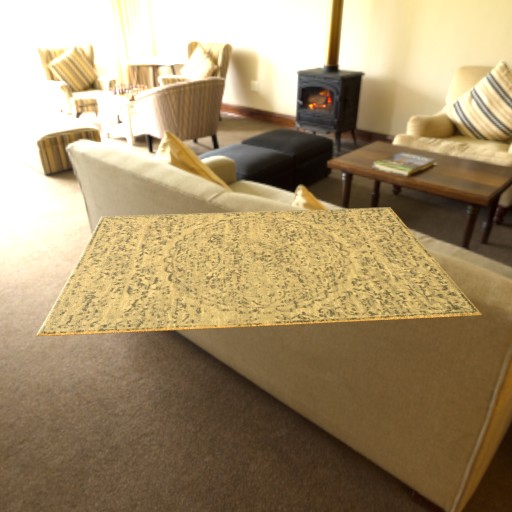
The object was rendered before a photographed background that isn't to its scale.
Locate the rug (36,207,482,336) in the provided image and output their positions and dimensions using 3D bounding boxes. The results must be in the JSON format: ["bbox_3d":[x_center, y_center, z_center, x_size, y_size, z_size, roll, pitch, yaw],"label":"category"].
[{"bbox_3d":[0.000,0.000,3.087,2.447,0.021,1.527,-2,30,-4],"label":"rug"}]
